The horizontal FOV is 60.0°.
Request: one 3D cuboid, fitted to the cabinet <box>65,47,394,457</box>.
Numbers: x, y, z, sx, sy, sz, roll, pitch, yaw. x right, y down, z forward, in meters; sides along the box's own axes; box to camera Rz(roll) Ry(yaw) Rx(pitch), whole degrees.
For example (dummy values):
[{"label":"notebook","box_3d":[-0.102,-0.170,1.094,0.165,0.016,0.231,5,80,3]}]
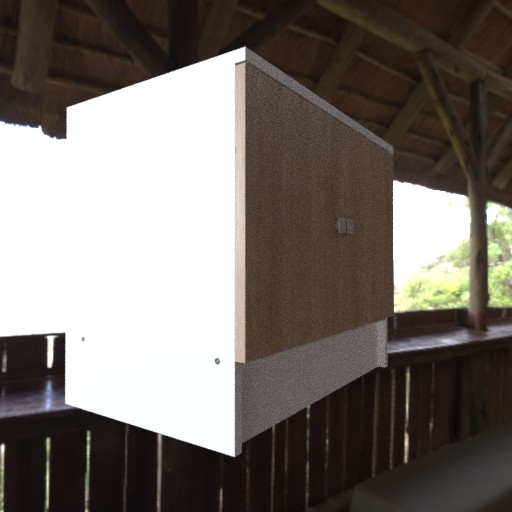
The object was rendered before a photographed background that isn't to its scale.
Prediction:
[{"label":"cabinet","box_3d":[0.000,0.000,0.914,0.400,0.522,0.600,-1,-1,35]}]
